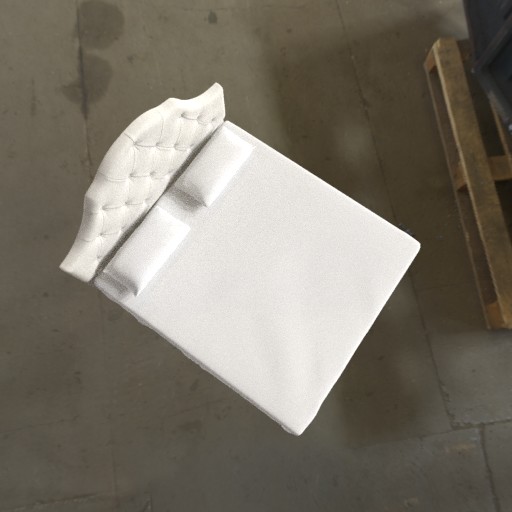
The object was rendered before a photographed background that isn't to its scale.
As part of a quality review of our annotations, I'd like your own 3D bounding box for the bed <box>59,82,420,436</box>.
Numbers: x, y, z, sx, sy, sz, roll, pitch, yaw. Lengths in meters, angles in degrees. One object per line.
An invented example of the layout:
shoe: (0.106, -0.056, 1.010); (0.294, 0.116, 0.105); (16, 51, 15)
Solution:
bed: (0.000, 0.000, 3.583); (2.214, 1.615, 2.008); (34, 78, 9)
